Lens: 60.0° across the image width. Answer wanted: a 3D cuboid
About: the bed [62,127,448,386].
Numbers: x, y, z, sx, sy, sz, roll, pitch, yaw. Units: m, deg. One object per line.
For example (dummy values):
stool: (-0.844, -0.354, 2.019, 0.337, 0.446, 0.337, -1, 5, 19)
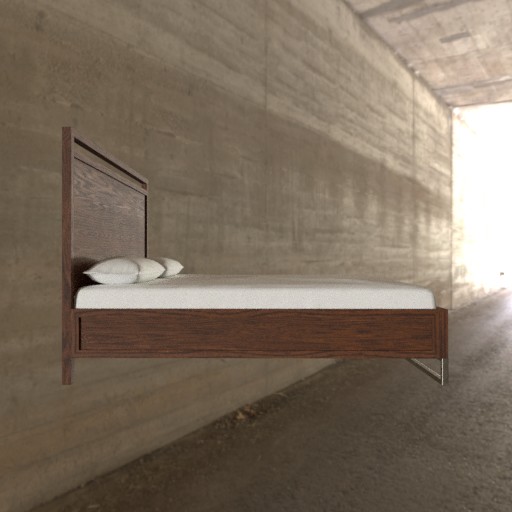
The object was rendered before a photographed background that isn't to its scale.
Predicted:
bed: (0.000, 0.000, 3.422, 2.218, 1.487, 1.765, 0, 0, 0)
